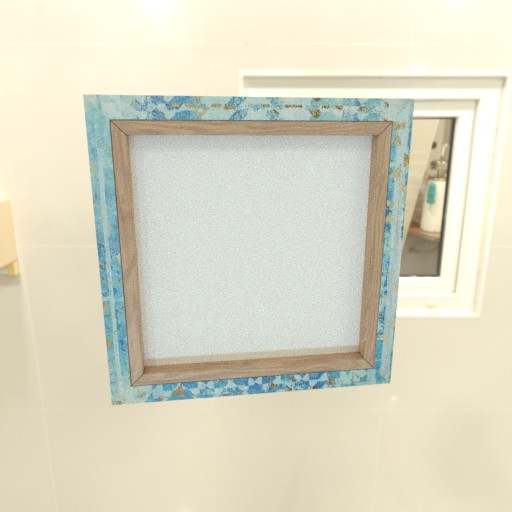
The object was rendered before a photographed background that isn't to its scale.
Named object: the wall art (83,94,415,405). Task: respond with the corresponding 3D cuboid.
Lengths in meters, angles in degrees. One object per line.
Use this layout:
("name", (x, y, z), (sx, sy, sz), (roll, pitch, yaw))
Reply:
("wall art", (0.000, 0.000, 0.902), (0.609, 0.609, 0.040), (-2, 15, -8))
